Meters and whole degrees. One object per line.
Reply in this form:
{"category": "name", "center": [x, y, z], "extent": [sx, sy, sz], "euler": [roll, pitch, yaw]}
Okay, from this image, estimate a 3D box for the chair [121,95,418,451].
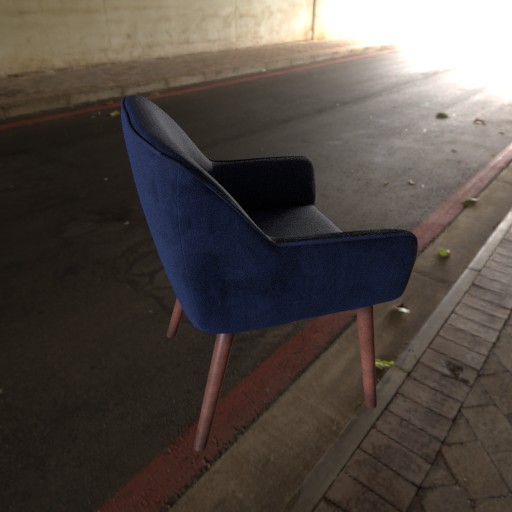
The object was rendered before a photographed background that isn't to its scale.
{"category": "chair", "center": [0.000, 0.000, 1.229], "extent": [0.600, 0.820, 0.600], "euler": [-10, 32, -16]}
